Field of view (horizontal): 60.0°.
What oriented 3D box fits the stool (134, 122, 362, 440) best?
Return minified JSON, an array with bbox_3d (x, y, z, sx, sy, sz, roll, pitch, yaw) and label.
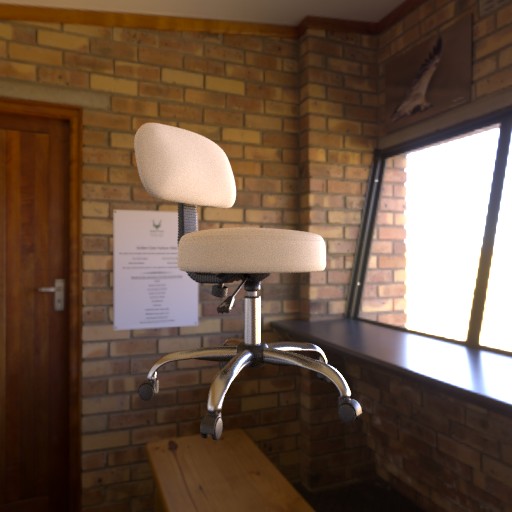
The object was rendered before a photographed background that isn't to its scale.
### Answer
[{"bbox_3d":[0.000,0.000,1.252,0.616,0.810,0.609,0,0,36],"label":"stool"}]
